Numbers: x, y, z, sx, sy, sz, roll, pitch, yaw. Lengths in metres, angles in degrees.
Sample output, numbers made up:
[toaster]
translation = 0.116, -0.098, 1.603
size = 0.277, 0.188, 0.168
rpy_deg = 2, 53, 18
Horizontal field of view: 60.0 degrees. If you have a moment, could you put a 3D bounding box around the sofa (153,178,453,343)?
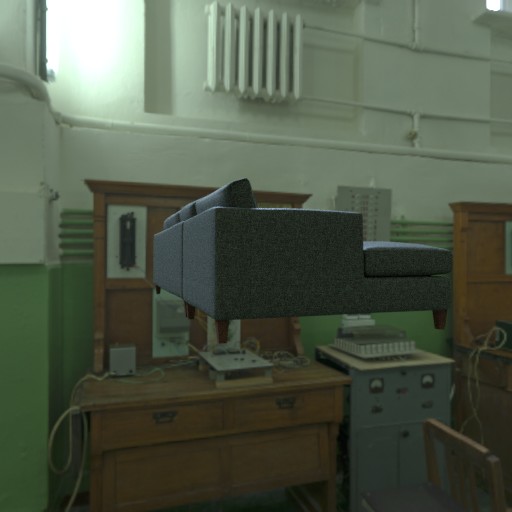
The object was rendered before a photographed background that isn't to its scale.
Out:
[sofa]
translation = 0.000, 0.000, 4.259
size = 1.635, 0.960, 3.485
rpy_deg = 0, 0, -18
